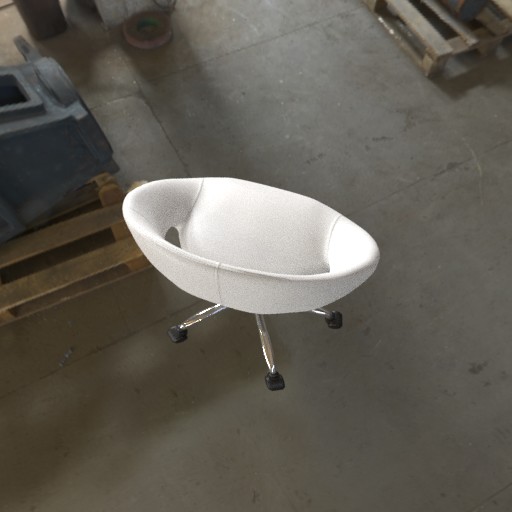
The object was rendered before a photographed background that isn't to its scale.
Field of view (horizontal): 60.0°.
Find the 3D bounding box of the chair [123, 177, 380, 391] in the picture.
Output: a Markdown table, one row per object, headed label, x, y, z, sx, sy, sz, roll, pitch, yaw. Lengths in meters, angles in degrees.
| label | x | y | z | sx | sy | sz | roll | pitch | yaw |
| --- | --- | --- | --- | --- | --- | --- | --- | --- | --- |
| chair | 0.000 | 0.000 | 1.213 | 0.612 | 0.791 | 0.538 | 16 | 65 | 8 |
